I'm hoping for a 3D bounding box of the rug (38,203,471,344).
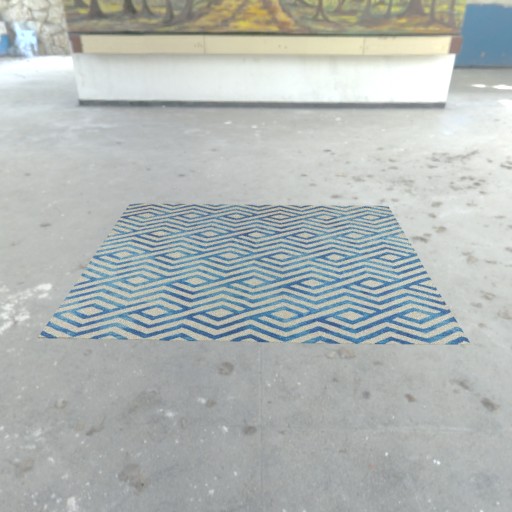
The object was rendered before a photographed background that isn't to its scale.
[{"bbox_3d":[0.000,0.000,4.181,3.059,0.008,2.453,1,30,1],"label":"rug"}]
